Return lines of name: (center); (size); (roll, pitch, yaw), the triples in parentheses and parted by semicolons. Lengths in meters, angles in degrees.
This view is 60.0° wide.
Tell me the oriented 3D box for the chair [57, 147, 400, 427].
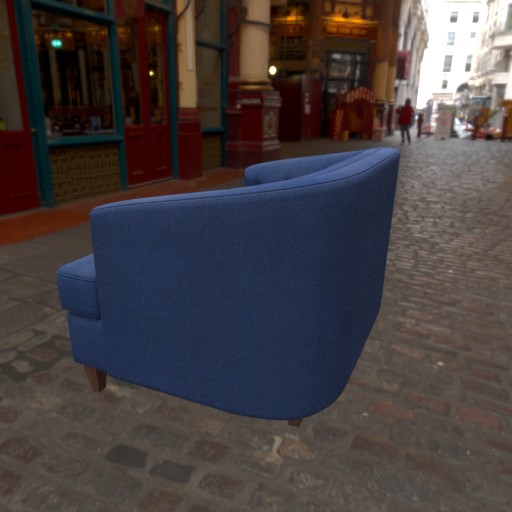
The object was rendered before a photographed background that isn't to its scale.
chair: (0.000, 0.000, 1.703); (0.914, 0.787, 1.118); (8, 20, 23)
